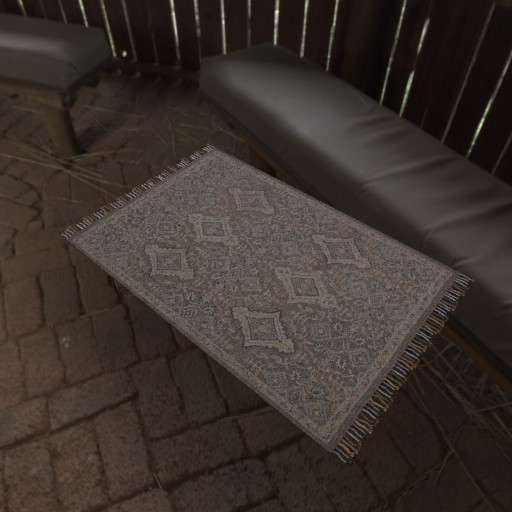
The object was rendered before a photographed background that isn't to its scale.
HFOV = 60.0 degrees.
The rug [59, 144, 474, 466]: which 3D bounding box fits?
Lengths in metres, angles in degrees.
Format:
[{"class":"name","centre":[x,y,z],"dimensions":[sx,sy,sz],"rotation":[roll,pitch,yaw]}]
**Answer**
[{"class":"rug","centre":[0.000,0.000,3.022],"dimensions":[2.434,0.010,1.516],"rotation":[32,55,26]}]
